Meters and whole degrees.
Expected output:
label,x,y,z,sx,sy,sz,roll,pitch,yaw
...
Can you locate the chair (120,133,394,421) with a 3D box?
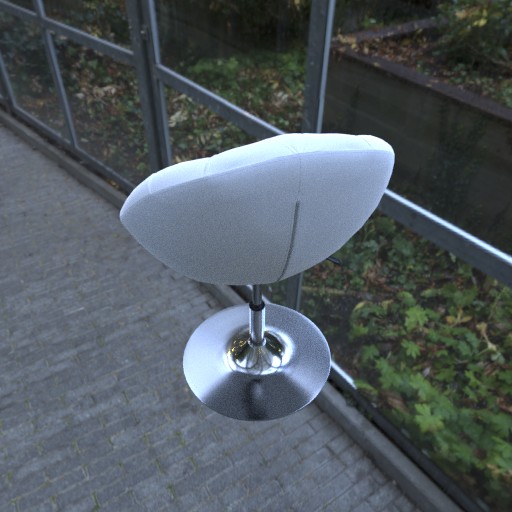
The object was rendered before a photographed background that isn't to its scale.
label,x,y,z,sx,sy,sz,roll,pitch,yaw
chair,0.000,0.000,1.756,0.940,1.261,0.736,-12,41,-14
